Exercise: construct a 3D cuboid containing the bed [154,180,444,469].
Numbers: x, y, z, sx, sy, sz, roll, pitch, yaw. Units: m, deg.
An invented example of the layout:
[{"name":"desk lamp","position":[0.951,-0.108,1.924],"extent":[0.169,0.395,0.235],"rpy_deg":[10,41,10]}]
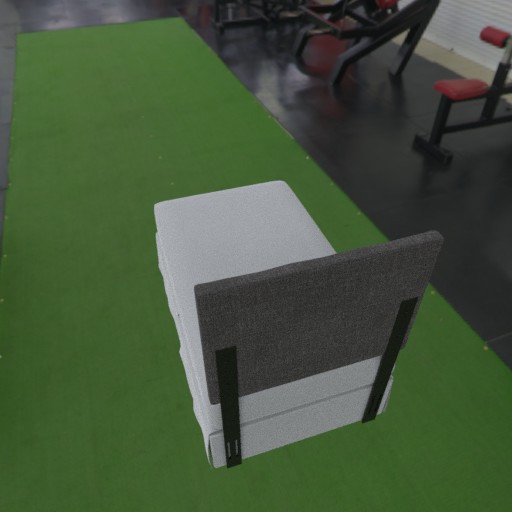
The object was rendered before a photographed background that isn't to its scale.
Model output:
[{"name":"bed","position":[0.000,0.000,3.048],"extent":[1.261,1.571,1.997],"rpy_deg":[-12,43,-14]}]
